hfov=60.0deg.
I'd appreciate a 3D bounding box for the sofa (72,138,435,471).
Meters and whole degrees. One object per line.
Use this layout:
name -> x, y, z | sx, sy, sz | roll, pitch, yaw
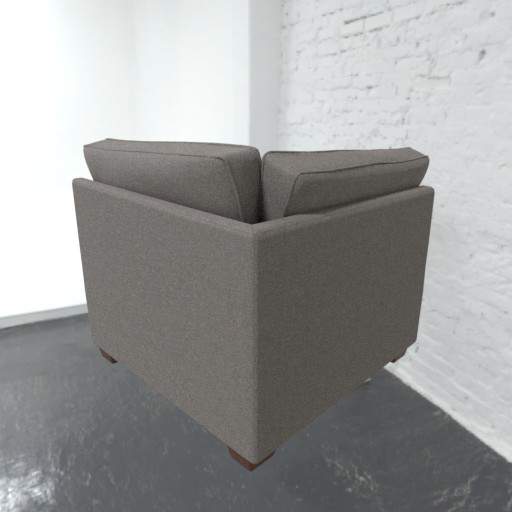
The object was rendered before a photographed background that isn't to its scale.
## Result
sofa -> 0.000, 0.000, 1.835 | 1.050, 0.951, 1.042 | -16, 24, -42
